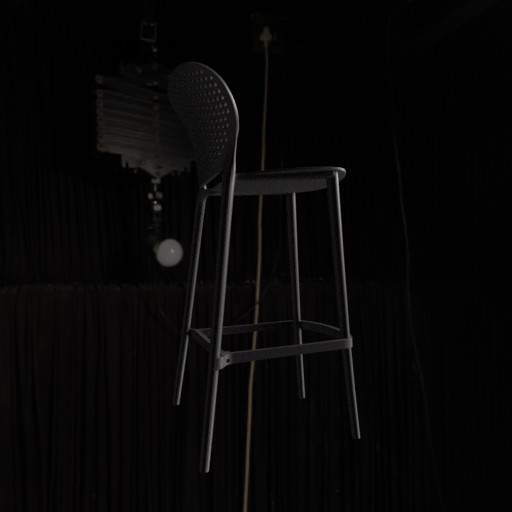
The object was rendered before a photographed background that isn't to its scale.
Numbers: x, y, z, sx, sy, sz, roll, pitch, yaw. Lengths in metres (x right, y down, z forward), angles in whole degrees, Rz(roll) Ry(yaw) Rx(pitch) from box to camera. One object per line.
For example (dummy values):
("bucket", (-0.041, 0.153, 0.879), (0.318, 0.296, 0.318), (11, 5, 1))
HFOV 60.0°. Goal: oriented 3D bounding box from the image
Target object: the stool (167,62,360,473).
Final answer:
("stool", (0.000, 0.000, 1.382), (0.535, 1.045, 0.536), (0, 0, -18))
